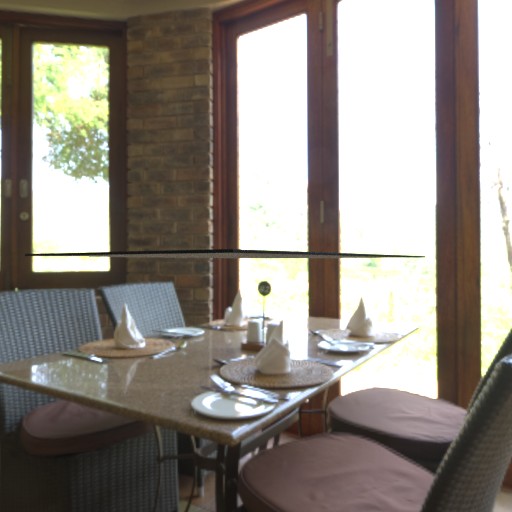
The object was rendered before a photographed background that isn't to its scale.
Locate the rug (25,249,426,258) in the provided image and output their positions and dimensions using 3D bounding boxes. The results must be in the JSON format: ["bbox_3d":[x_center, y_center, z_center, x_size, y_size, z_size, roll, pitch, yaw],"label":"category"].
[{"bbox_3d":[0.000,0.000,2.911,1.526,0.014,2.290,-1,-1,37],"label":"rug"}]
